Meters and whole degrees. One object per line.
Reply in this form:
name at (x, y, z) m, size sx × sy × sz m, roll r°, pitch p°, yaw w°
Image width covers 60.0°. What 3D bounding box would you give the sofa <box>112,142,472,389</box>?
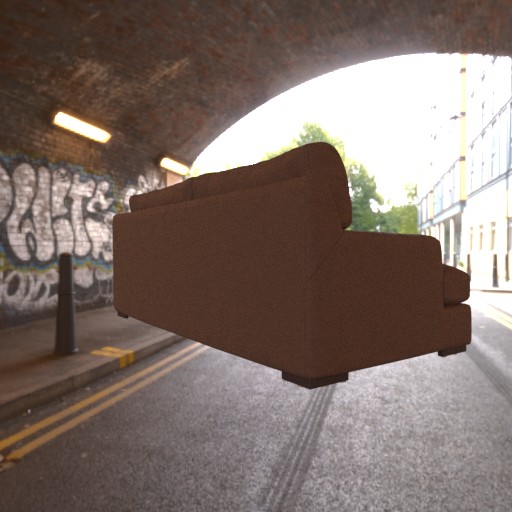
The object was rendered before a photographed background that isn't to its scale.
sofa at (0.000, 0.000, 2.812) m, size 1.140 × 0.950 × 2.274 m, roll -1°, pitch 1°, yaw -35°
